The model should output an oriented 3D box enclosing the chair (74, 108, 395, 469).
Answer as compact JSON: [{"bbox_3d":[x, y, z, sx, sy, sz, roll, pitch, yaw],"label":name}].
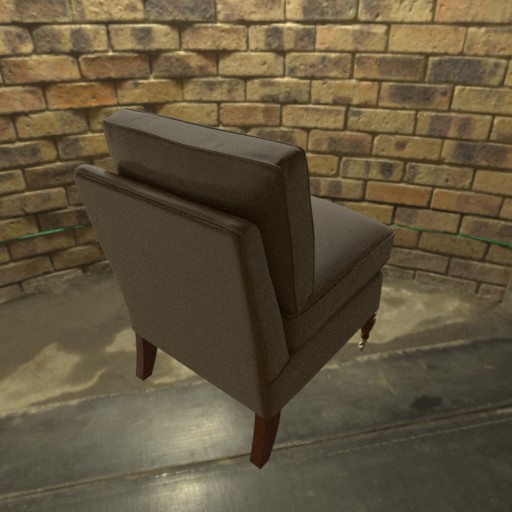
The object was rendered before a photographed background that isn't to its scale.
[{"bbox_3d":[0.000,0.000,1.633,0.724,1.045,0.924,22,36,34],"label":"chair"}]
